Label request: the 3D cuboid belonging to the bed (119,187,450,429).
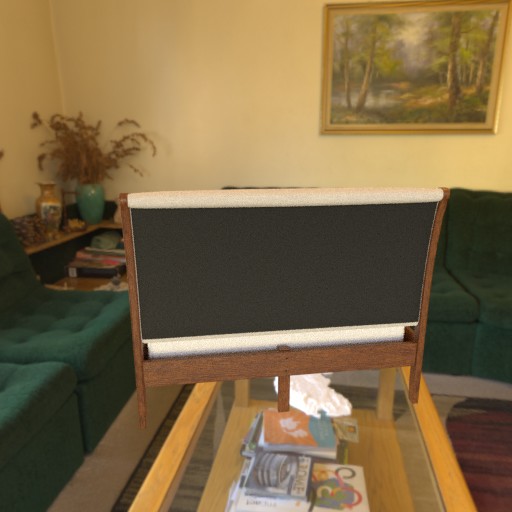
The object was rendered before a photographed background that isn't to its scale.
[{"bbox_3d":[0.000,0.000,3.300,1.612,1.250,2.380,-2,15,-8],"label":"bed"}]
